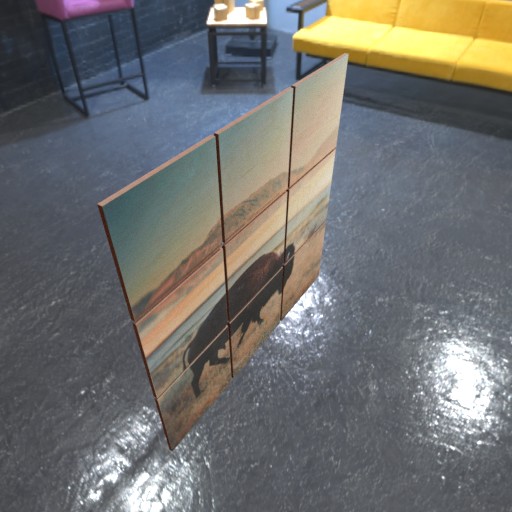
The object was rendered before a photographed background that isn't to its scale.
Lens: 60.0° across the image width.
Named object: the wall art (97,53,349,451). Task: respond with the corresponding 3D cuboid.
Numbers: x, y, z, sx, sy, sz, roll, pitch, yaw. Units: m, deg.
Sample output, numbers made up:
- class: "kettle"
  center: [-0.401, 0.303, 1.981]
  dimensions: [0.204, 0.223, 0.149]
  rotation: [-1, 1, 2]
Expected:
- class: "wall art"
  center: [0.000, 0.000, 1.306]
  dimensions: [0.018, 0.904, 0.906]
  rotation: [25, 48, 25]
